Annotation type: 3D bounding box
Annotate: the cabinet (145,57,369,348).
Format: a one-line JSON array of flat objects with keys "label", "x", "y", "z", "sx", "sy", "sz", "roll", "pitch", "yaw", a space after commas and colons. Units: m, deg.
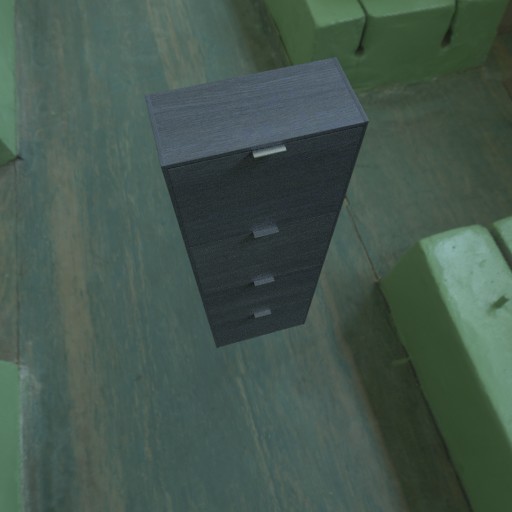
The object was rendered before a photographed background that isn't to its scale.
[{"label": "cabinet", "x": 0.000, "y": 0.000, "z": 1.837, "sx": 0.520, "sy": 1.630, "sz": 0.255, "roll": -14, "pitch": 64, "yaw": -7}]
